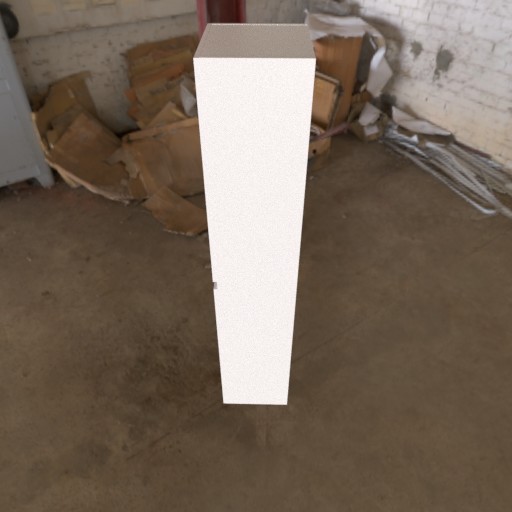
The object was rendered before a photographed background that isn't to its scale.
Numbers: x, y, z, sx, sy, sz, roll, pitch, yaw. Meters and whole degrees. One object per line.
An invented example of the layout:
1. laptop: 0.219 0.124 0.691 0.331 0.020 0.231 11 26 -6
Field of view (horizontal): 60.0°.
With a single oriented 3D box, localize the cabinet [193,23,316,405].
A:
1. cabinet: 0.000 0.000 1.541 0.269 1.400 0.300 1 41 1
